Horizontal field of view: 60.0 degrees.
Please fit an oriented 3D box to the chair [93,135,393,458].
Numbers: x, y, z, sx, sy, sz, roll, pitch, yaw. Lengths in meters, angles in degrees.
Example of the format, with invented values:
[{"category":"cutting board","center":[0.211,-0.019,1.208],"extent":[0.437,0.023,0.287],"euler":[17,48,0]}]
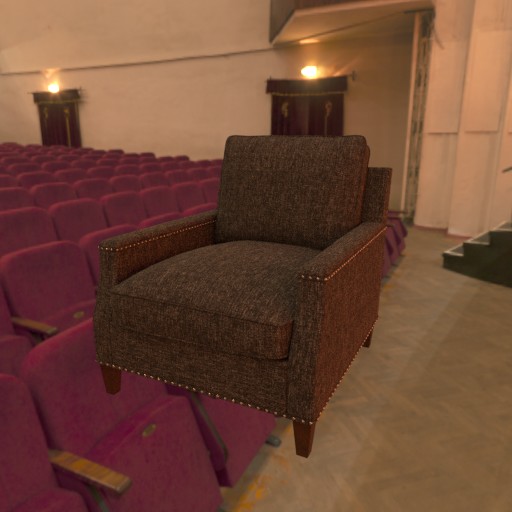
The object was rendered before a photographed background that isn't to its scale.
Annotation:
[{"category":"chair","center":[0.000,0.000,1.772],"extent":[0.853,0.943,1.014],"euler":[7,16,26]}]
